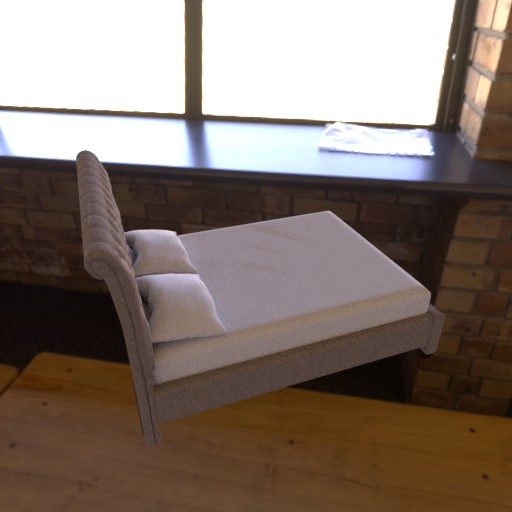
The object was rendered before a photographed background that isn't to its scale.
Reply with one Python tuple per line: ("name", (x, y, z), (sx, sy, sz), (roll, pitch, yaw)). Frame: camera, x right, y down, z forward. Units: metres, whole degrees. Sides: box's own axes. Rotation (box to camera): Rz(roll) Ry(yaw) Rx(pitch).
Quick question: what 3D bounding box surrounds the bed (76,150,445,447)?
("bed", (0.000, 0.000, 3.297), (2.252, 1.371, 1.645), (-11, 32, -18))
